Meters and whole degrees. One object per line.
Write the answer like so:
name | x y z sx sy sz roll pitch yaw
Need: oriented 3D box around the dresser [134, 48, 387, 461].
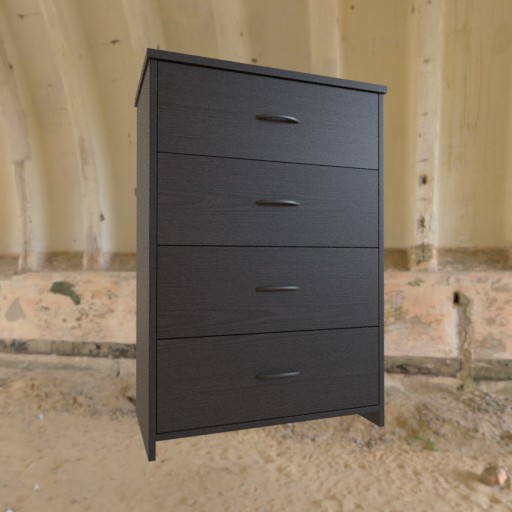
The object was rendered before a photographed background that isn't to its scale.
dresser | 0.000 0.000 1.381 0.704 1.020 0.399 0 -1 -20
